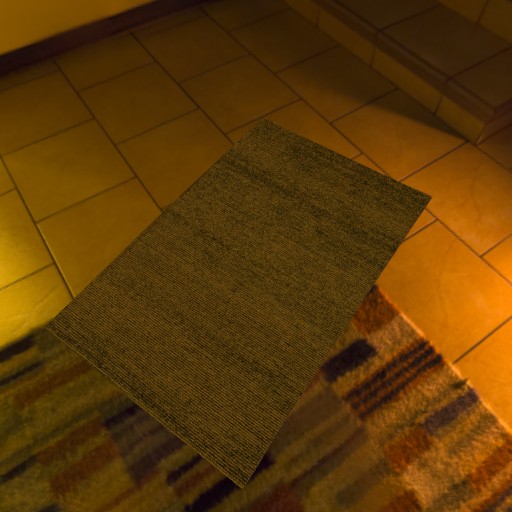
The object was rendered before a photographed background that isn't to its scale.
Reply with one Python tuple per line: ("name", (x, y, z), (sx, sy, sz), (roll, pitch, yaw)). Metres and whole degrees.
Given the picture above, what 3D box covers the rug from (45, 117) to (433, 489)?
("rug", (0.000, 0.000, 2.251), (1.145, 0.021, 1.777), (31, 63, 18))
